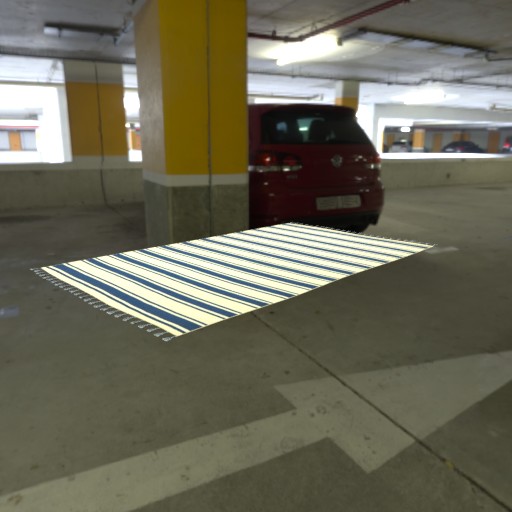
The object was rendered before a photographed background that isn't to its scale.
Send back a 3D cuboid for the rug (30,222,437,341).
[{"bbox_3d":[0.000,0.000,2.588,2.108,0.009,1.248,-13,19,-43],"label":"rug"}]
